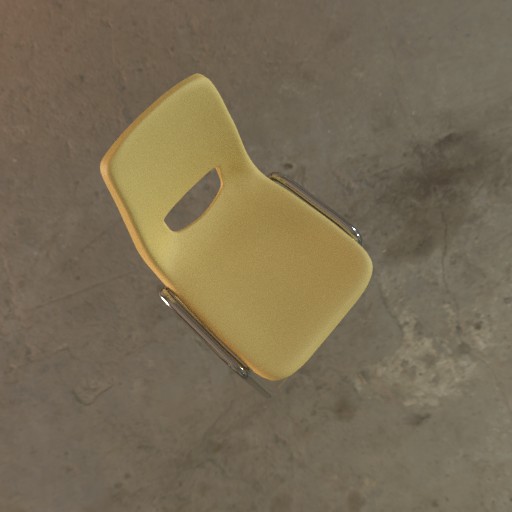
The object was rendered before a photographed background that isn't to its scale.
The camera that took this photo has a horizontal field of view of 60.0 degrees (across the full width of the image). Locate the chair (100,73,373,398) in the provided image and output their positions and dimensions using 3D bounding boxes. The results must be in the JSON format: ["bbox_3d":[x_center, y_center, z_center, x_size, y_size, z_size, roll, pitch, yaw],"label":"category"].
[{"bbox_3d":[0.000,0.000,0.803,0.385,0.536,0.354,40,78,10],"label":"chair"}]
